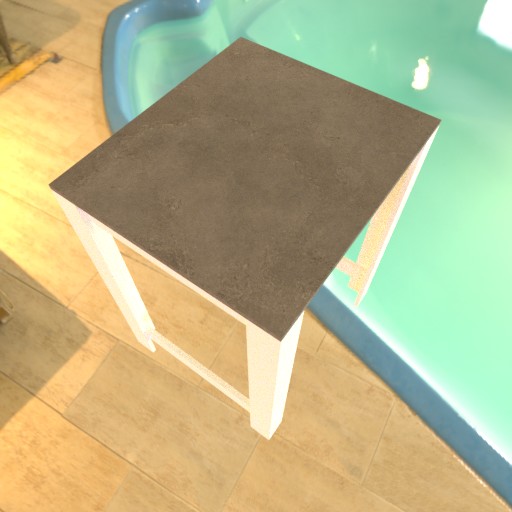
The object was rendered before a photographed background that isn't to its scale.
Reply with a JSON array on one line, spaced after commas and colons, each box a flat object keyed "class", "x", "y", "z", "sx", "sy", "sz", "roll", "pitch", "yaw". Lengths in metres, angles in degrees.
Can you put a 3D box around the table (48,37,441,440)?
[{"class": "table", "x": 0.000, "y": 0.000, "z": 1.596, "sx": 0.700, "sy": 1.020, "sz": 0.800, "roll": 31, "pitch": 62, "yaw": 19}]
